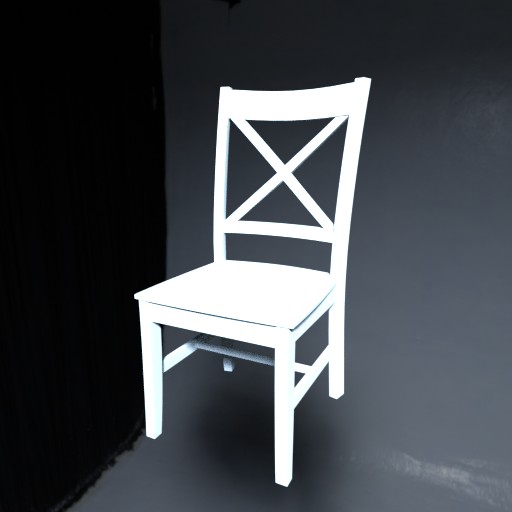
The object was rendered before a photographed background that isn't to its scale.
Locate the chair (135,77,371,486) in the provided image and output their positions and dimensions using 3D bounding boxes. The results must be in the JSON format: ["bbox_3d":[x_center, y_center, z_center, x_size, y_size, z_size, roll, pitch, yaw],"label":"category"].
[{"bbox_3d":[0.000,0.000,1.270,0.485,0.983,0.542,7,15,26],"label":"chair"}]
